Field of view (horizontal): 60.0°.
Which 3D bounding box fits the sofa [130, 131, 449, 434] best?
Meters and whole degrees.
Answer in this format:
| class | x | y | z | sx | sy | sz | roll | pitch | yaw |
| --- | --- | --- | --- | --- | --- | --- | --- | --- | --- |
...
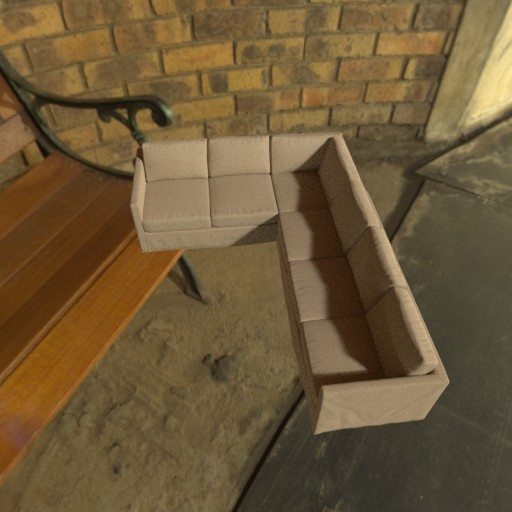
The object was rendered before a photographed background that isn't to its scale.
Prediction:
| class | x | y | z | sx | sy | sz | roll | pitch | yaw |
| --- | --- | --- | --- | --- | --- | --- | --- | --- | --- |
| sofa | 0.000 | 0.000 | 4.289 | 2.432 | 0.871 | 3.182 | -5 | 48 | -4 |
